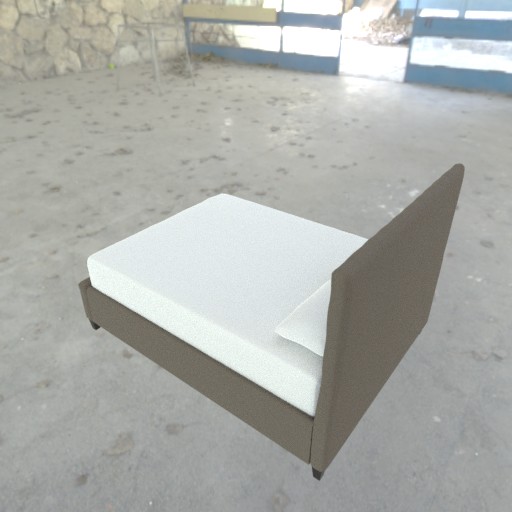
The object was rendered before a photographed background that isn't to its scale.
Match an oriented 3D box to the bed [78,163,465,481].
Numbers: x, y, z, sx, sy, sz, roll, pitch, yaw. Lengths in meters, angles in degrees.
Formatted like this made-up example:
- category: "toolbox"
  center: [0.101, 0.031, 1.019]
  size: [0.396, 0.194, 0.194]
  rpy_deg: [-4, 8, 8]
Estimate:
- category: "bed"
  center: [0.000, 0.000, 3.290]
  size: [2.233, 1.426, 1.696]
  rpy_deg: [22, 37, 32]
